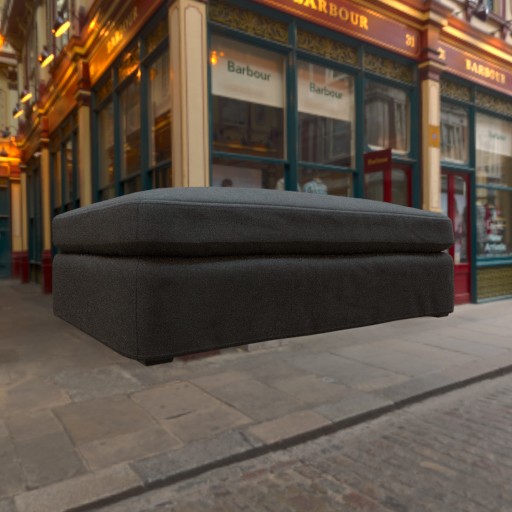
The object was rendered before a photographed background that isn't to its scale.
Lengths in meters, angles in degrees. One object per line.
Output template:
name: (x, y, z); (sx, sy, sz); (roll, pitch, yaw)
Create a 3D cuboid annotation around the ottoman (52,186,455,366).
ottoman: (0.000, 0.000, 1.558); (1.199, 0.429, 0.840); (-1, 2, -36)
